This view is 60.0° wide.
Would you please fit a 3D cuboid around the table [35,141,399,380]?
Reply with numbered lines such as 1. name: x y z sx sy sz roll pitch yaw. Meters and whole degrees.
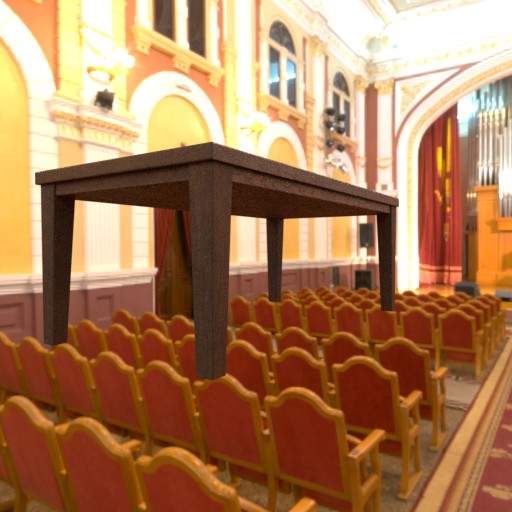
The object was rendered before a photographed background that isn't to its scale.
1. table: 0.000 0.000 2.495 1.016 0.762 1.981 1 1 34
